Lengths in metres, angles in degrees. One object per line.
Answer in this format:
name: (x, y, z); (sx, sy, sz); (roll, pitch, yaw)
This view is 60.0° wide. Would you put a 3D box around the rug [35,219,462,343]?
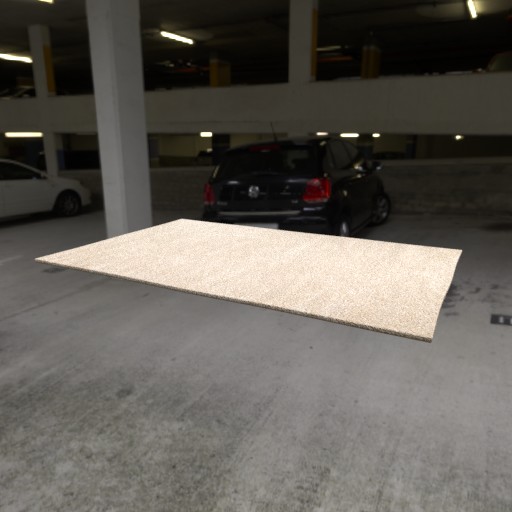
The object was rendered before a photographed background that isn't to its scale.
rug: (0.000, 0.000, 2.883); (2.346, 0.025, 1.500); (8, 18, 27)
